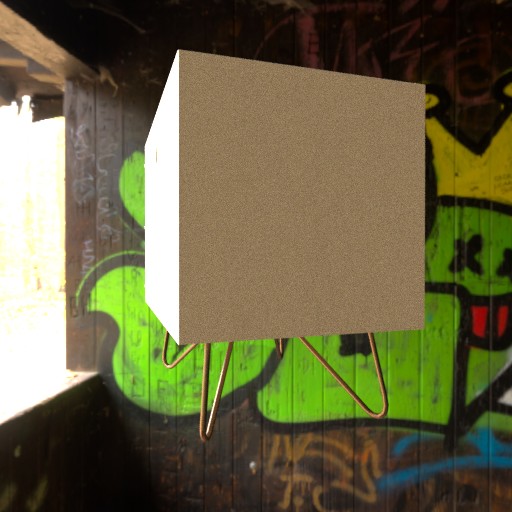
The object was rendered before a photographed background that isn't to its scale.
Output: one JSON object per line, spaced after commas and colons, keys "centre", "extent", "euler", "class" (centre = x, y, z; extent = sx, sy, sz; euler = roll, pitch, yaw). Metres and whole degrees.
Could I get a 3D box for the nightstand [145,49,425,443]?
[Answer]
{"centre": [0.000, 0.000, 1.004], "extent": [0.447, 0.604, 0.614], "euler": [0, 0, -18], "class": "nightstand"}
